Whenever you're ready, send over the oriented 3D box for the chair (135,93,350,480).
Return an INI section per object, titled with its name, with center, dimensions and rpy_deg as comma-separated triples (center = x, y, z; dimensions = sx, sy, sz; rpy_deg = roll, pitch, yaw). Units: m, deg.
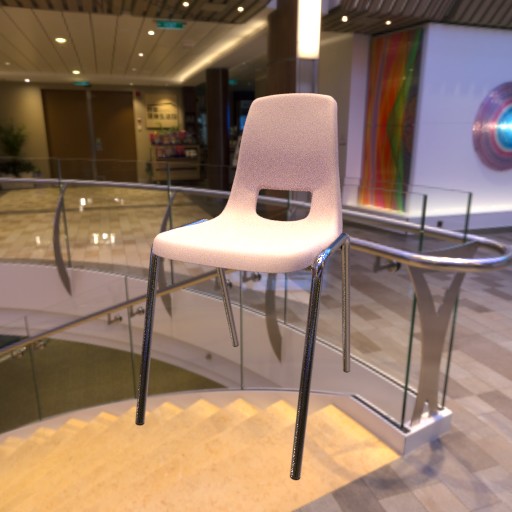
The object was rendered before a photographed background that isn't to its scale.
[chair]
center = 0.000, 0.000, 0.978
dimensions = 0.381, 0.704, 0.436
rpy_deg = 7, 17, 25
